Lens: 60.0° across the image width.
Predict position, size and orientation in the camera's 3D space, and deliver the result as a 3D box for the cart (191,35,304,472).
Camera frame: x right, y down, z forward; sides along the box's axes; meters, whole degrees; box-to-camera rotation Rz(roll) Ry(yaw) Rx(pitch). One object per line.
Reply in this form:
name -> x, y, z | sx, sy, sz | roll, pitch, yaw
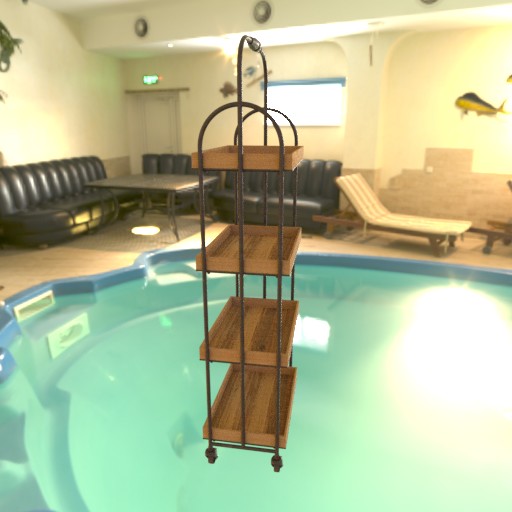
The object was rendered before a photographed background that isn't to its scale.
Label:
cart -> 0.000, 0.000, 1.671 | 0.308, 1.481, 0.581 | 3, 17, 9
